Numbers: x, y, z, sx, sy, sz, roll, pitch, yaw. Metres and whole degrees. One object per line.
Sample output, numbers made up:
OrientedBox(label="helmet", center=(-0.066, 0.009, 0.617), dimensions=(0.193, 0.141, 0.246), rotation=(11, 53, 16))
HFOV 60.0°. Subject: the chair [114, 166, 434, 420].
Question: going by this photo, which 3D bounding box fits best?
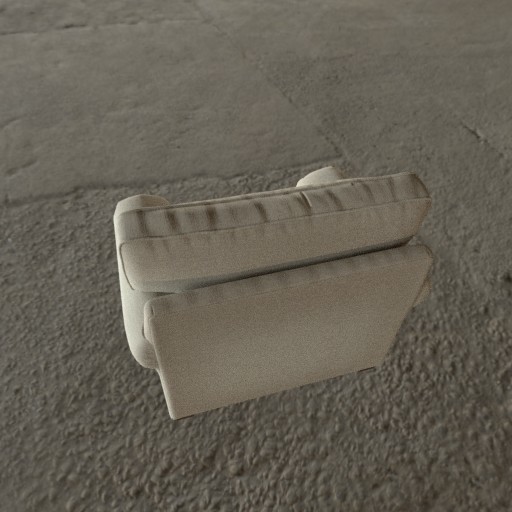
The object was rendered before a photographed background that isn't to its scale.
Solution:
OrientedBox(label="chair", center=(0.000, 0.000, 1.850), dimensions=(1.092, 0.961, 0.965), rotation=(-11, 43, -12))
